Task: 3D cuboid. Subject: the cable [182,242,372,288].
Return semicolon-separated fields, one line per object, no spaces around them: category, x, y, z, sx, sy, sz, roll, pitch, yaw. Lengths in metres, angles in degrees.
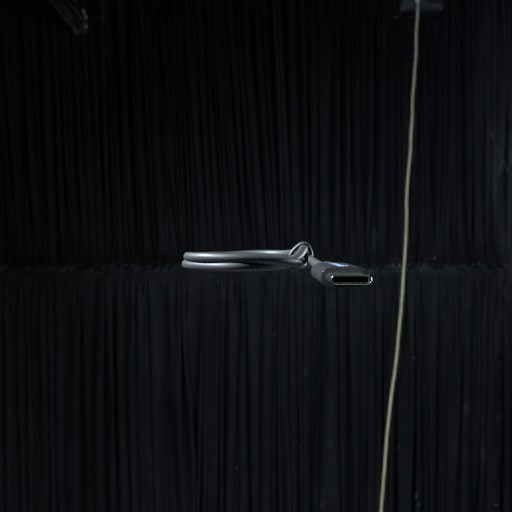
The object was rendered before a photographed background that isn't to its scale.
cable;0.000;0.000;0.216;0.070;0.014;0.192;0;2;1
